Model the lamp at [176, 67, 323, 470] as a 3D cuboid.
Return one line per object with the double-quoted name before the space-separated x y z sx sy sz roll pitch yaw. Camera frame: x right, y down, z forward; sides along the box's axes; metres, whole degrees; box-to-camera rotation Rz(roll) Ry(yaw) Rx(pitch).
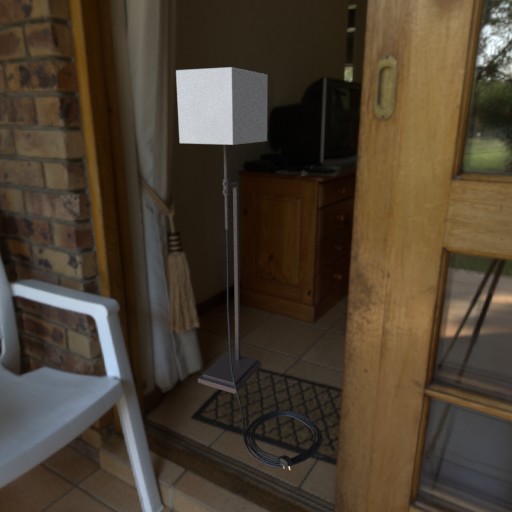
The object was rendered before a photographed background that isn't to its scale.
"lamp" 0.000 0.000 2.020 0.774 1.600 0.698 8 19 25
